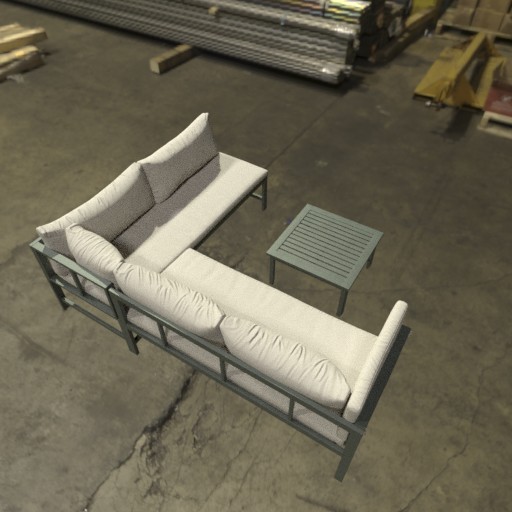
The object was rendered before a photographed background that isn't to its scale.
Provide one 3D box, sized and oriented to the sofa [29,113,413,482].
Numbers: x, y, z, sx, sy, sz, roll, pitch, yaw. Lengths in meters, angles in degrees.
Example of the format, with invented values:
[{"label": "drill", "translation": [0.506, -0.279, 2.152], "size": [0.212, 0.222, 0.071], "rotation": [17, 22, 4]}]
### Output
[{"label": "sofa", "translation": [0.000, 0.000, 2.872], "size": [2.096, 0.758, 1.658], "rotation": [24, 51, 21]}]
